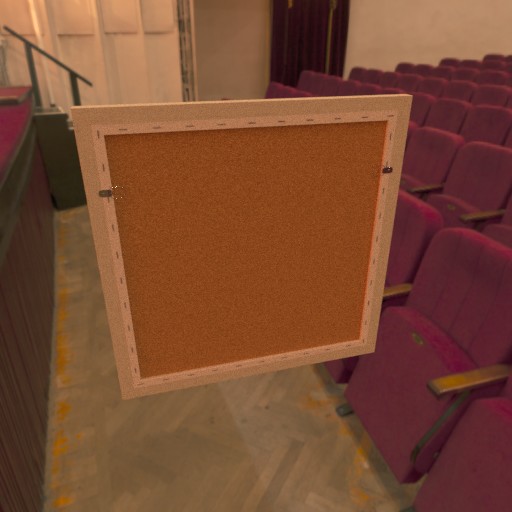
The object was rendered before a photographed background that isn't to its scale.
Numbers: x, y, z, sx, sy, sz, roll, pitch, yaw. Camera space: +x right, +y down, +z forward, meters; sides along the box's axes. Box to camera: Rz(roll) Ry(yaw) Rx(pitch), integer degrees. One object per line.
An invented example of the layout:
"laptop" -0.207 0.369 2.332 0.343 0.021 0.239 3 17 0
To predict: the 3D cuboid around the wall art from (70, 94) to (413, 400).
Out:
"wall art" 0.000 0.000 1.522 1.016 1.016 0.045 -7 27 -14
